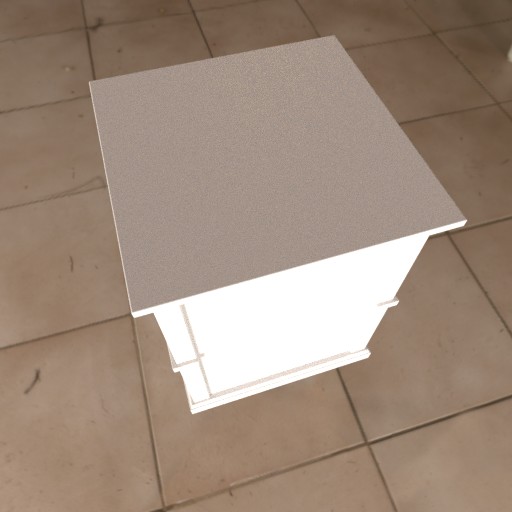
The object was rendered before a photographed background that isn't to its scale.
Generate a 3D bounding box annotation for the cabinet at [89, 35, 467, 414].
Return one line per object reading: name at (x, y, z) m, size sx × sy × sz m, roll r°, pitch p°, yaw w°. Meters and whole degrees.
cabinet at (0.000, 0.000, 1.138) m, size 0.544 × 0.775 × 0.547 m, roll -15°, pitch 59°, yaw -9°
